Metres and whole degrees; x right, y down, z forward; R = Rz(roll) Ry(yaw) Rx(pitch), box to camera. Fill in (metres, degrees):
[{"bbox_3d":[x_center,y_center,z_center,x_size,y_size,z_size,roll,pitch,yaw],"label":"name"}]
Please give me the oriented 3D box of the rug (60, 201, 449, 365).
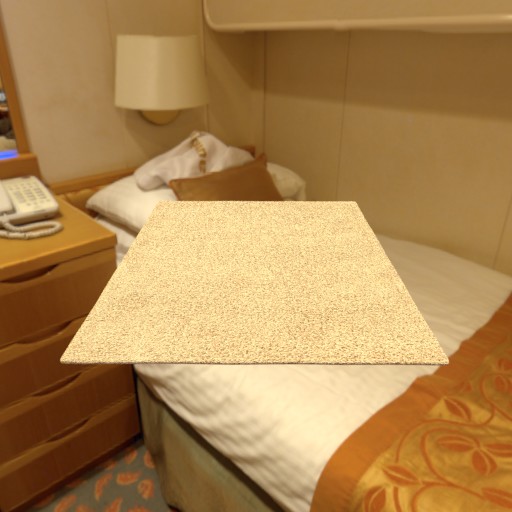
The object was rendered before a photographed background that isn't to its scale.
[{"bbox_3d":[0.000,0.000,4.120,2.438,0.029,3.047,0,26,0],"label":"rug"}]
